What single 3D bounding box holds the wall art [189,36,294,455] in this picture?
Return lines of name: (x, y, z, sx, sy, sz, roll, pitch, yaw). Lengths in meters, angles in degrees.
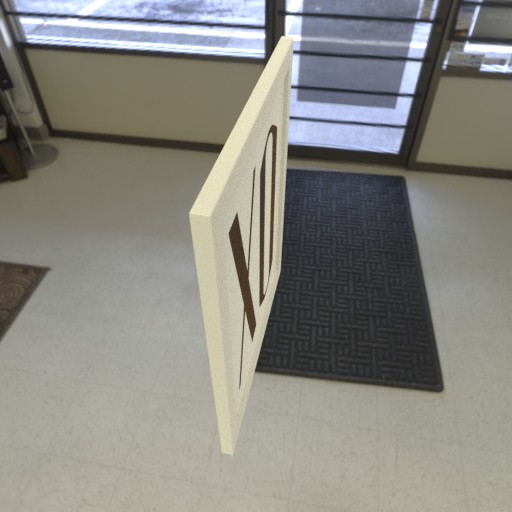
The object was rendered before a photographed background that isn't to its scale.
wall art: (0.000, 0.000, 0.729, 0.020, 0.536, 0.444, 9, 46, 9)
